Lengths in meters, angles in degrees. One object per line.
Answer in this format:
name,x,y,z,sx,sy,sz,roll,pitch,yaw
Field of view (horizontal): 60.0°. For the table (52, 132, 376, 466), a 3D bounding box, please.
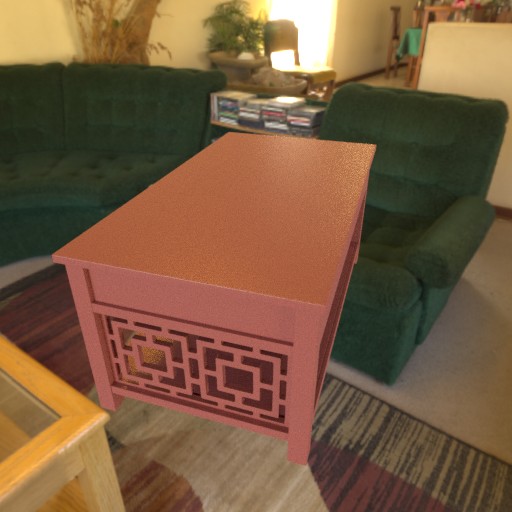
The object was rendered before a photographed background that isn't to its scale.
table,0.000,0.000,1.445,0.612,0.493,1.068,9,32,15
